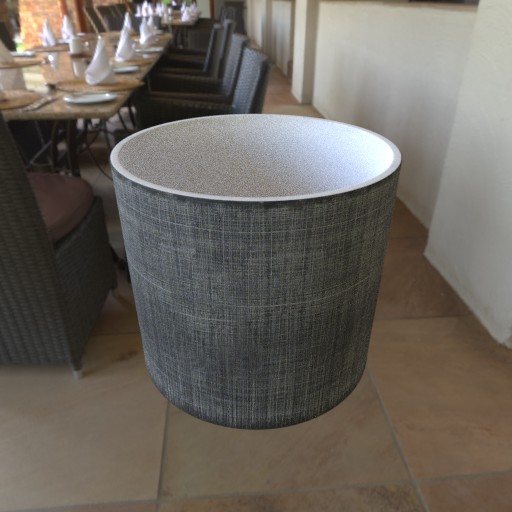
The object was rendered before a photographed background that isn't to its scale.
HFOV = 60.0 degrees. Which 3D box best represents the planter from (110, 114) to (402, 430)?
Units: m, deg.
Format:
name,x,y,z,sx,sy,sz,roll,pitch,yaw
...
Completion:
name,x,y,z,sx,sy,sz,roll,pitch,yaw
planter,0.000,0.000,0.398,0.221,0.201,0.221,0,30,0
